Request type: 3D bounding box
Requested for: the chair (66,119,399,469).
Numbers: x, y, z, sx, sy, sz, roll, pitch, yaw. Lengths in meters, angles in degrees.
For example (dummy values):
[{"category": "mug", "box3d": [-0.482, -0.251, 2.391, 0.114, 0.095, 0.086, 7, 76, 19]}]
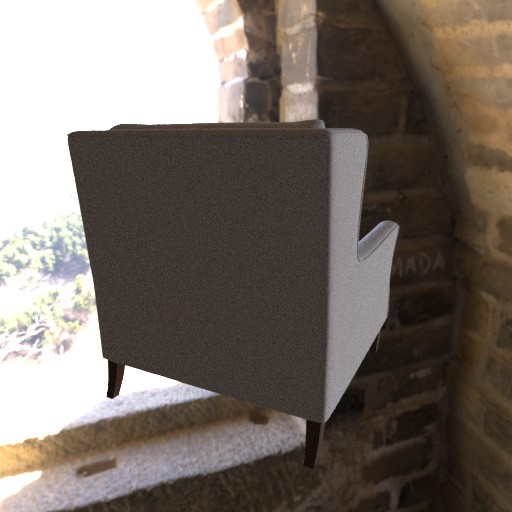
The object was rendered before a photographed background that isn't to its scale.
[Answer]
[{"category": "chair", "box3d": [0.000, 0.000, 1.840, 0.982, 1.056, 1.040, 8, 17, 26]}]
